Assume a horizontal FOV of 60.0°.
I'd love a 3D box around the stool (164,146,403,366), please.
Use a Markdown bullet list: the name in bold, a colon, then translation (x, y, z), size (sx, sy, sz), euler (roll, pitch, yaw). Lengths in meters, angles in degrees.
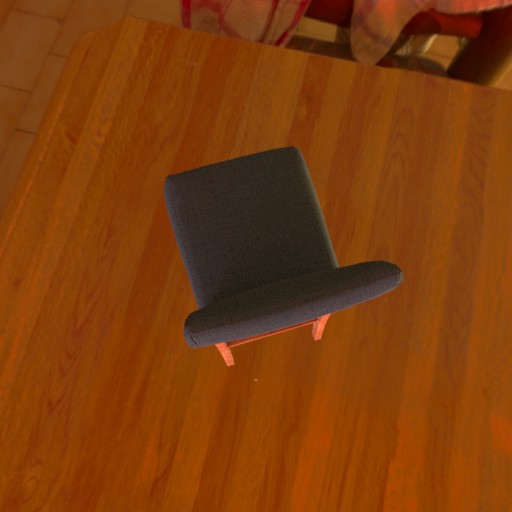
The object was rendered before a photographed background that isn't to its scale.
- **stool**: translation (0.000, 0.000, 1.409), size (0.454, 1.088, 0.574), euler (-16, 75, -4)
